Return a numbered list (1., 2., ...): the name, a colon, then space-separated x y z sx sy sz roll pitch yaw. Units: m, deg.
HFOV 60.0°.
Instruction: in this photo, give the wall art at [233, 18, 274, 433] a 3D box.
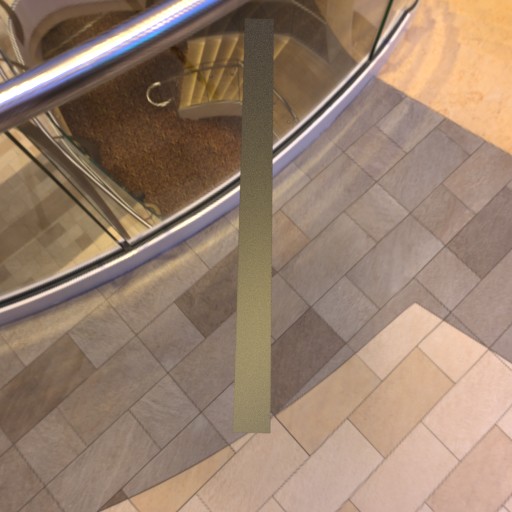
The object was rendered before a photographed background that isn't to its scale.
1. wall art: 0.000 0.000 0.760 0.038 0.508 0.508 1 75 0
